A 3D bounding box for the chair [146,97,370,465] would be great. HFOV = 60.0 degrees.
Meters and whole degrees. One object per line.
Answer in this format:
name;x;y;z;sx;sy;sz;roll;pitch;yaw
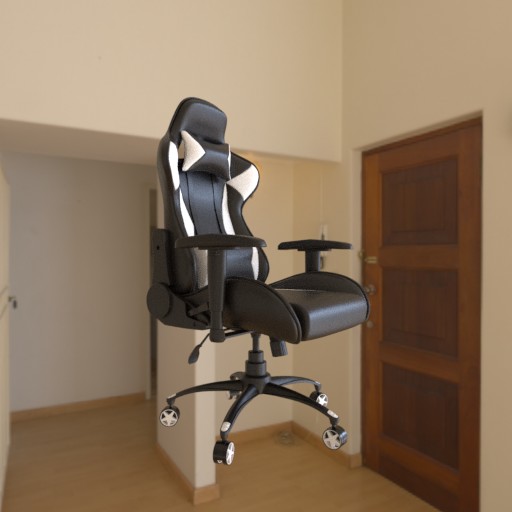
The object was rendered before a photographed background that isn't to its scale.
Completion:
chair;0.000;0.000;1.681;0.695;1.285;0.730;0;0;36
